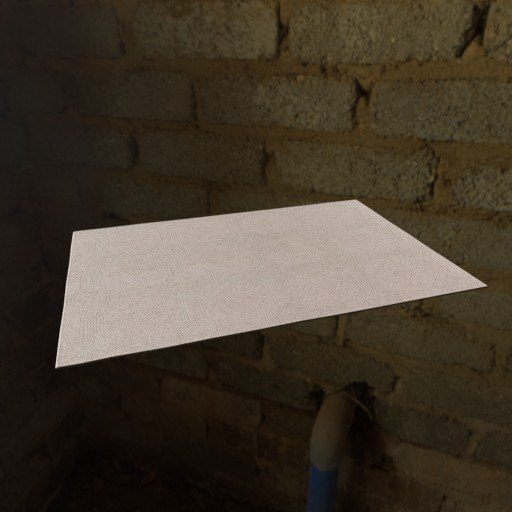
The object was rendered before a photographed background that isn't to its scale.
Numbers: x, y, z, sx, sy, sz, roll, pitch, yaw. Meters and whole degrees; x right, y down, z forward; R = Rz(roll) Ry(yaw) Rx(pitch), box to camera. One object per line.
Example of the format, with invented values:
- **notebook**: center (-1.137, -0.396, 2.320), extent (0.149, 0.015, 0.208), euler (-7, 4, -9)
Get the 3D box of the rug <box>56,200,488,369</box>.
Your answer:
- **rug**: center (0.000, 0.000, 2.297), extent (1.839, 0.009, 1.236), euler (-8, 28, -16)
